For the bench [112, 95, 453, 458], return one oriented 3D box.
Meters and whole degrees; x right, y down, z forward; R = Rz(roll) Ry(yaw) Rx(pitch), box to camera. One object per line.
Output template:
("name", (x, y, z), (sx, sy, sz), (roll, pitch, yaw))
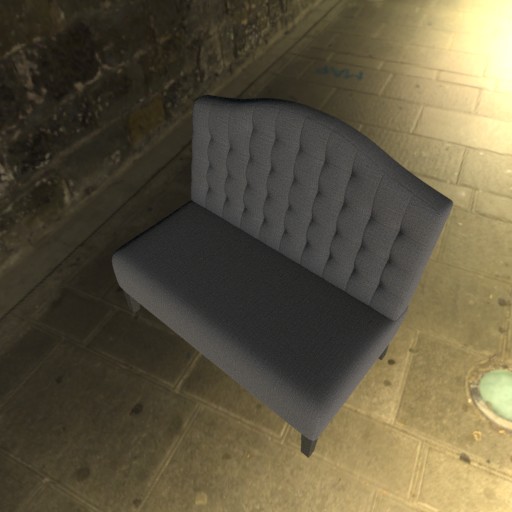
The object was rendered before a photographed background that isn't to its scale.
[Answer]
("bench", (0.000, 0.000, 2.091), (1.335, 1.180, 0.815), (32, 54, 27))
